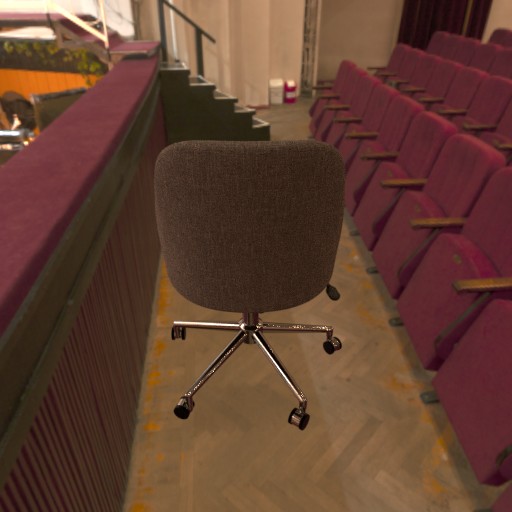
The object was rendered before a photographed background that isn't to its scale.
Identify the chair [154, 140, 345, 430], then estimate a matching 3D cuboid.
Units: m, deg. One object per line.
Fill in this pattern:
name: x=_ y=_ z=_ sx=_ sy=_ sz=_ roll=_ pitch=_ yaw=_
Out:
chair: x=0.000 y=0.000 z=1.442 sx=0.671 sy=0.950 sz=0.712 roll=-1 pitch=31 yaw=-1
